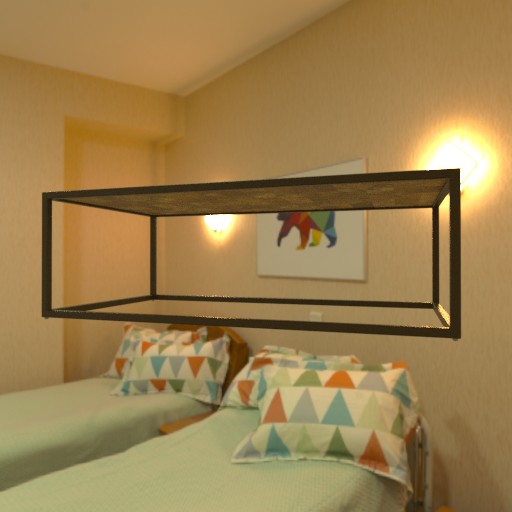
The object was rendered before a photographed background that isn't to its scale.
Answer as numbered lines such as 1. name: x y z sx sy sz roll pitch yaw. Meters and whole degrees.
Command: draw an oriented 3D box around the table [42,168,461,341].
1. table: 0.000 0.000 1.507 1.199 0.398 0.649 0 0 18
